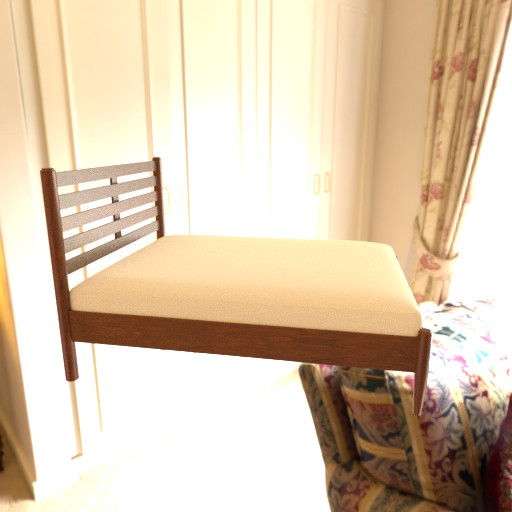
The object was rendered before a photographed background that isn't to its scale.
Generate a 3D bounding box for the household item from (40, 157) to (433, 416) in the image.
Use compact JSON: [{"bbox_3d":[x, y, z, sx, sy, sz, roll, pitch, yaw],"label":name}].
[{"bbox_3d":[0.000,0.000,3.288,2.232,1.356,1.663,3,15,10],"label":"household item"}]
